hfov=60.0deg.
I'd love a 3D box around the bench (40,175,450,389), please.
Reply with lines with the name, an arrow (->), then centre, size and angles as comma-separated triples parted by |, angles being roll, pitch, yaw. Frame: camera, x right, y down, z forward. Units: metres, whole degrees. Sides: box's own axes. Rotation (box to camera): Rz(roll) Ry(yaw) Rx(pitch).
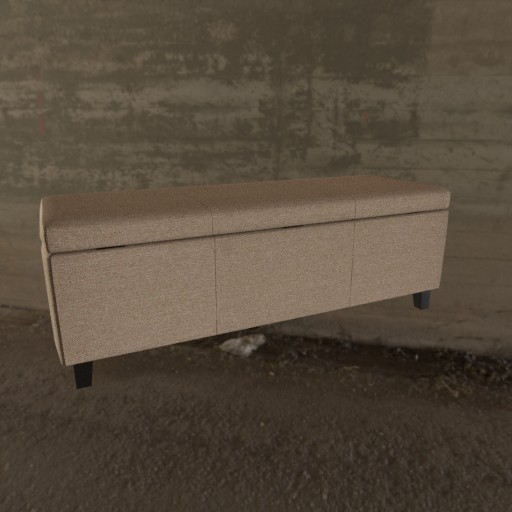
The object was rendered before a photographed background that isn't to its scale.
bench -> 0.000, 0.000, 1.471 | 1.269, 0.438, 0.446 | -8, 19, -24
